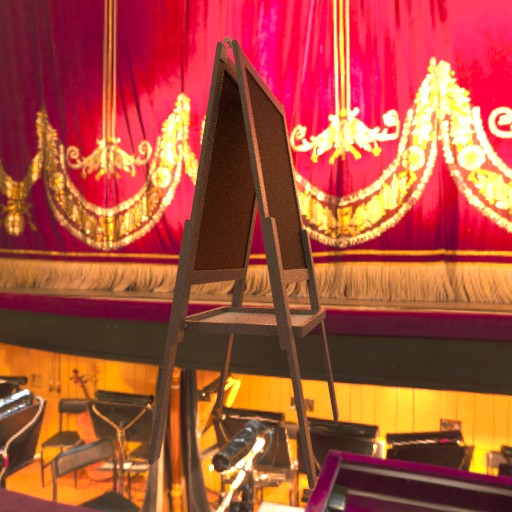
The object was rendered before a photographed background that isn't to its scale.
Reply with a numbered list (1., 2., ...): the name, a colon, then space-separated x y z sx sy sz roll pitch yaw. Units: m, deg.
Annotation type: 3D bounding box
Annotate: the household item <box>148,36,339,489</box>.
1. household item: 0.000 0.000 1.434 0.469 1.172 0.531 0 -1 17
